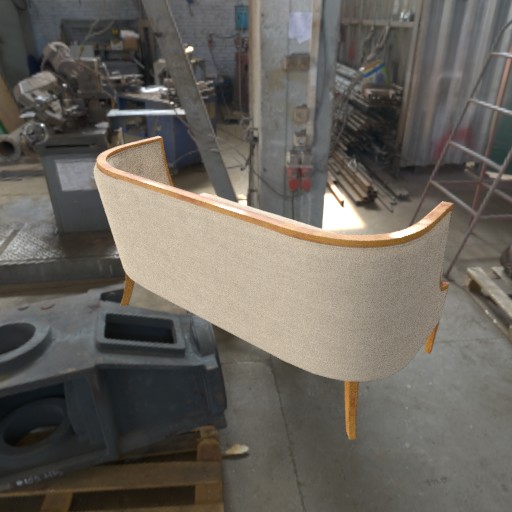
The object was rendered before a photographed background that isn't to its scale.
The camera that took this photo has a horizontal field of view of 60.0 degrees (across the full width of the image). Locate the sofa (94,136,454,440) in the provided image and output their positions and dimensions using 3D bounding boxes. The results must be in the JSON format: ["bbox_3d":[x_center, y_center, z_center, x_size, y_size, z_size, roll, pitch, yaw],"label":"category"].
[{"bbox_3d":[0.000,0.000,1.930,1.474,0.775,0.770,21,35,33],"label":"sofa"}]
